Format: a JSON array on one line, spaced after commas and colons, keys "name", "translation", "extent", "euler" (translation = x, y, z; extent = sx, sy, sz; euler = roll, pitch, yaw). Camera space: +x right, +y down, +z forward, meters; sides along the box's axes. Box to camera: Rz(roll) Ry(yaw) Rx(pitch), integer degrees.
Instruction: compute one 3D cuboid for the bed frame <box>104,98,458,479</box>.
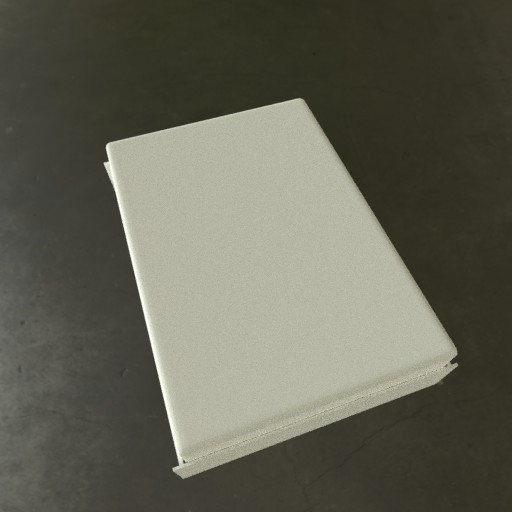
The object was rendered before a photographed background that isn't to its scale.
[{"name": "bed frame", "translation": [0.000, 0.000, 2.614], "extent": [1.445, 0.497, 1.945], "euler": [-16, 59, -10]}]
